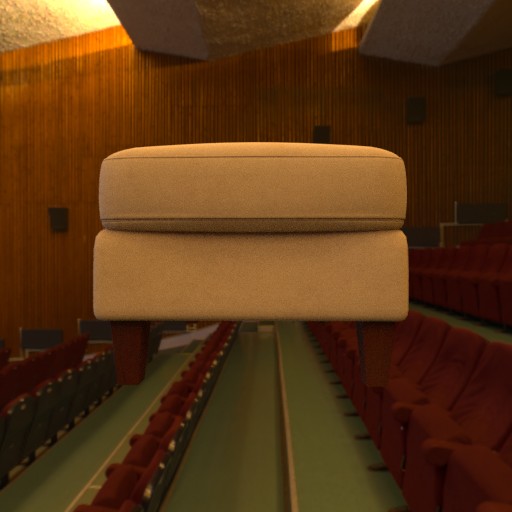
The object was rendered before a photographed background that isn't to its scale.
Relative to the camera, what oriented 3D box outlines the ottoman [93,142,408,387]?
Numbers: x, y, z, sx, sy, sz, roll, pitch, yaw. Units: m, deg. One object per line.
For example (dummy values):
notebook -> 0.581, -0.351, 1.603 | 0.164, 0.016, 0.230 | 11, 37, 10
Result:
ottoman -> 0.000, 0.000, 1.216 | 0.584, 0.483, 0.864 | 0, 0, 1
